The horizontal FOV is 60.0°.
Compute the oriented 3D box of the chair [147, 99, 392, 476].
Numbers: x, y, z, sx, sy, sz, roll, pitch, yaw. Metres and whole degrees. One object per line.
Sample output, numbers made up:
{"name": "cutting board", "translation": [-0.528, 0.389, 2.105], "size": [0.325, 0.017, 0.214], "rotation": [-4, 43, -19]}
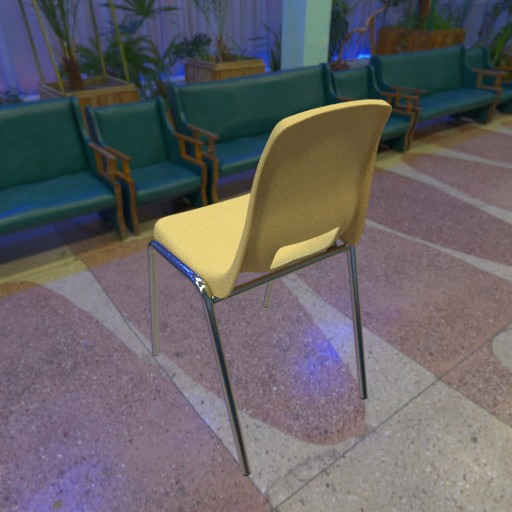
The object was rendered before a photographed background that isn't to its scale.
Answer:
{"name": "chair", "translation": [0.000, 0.000, 0.937], "size": [0.381, 0.704, 0.436], "rotation": [-20, 37, -29]}
